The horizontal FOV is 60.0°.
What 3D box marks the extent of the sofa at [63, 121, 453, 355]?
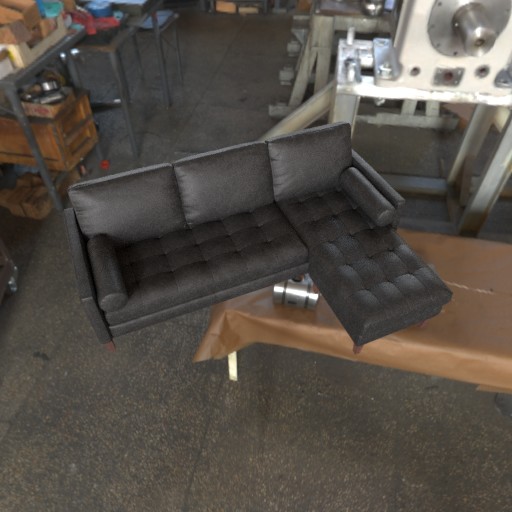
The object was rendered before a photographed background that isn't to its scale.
[{"bbox_3d":[0.000,0.000,2.890,2.178,0.876,1.497,-17,49,-16],"label":"sofa"}]
